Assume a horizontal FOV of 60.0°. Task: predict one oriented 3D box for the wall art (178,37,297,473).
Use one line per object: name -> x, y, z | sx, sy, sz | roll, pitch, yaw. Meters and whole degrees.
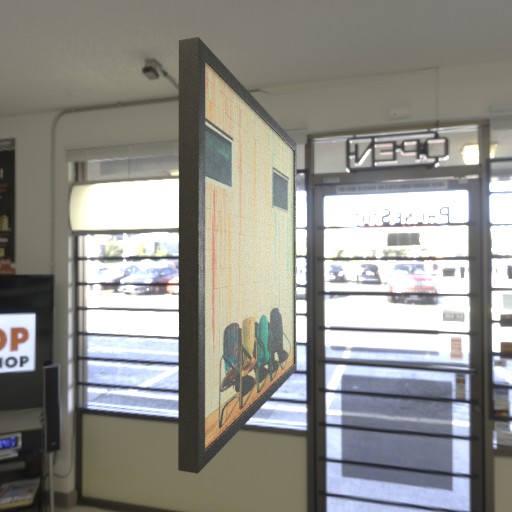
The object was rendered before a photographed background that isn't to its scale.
wall art -> 0.000, 0.000, 1.141 | 0.039, 0.763, 0.763 | 0, 0, 18
